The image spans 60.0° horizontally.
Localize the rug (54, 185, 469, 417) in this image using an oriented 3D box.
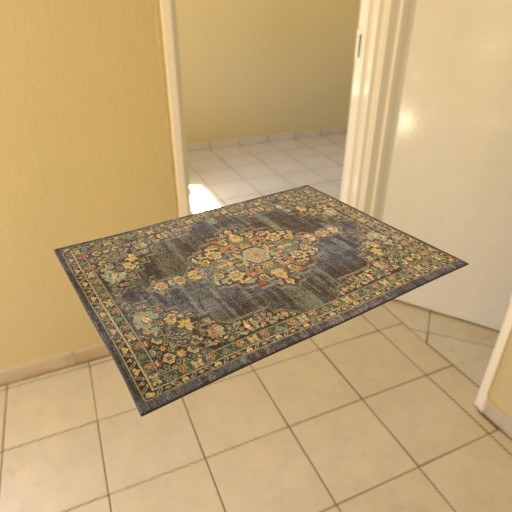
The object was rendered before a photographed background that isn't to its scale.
[{"bbox_3d":[0.000,0.000,4.799,3.612,0.035,2.716,-18,35,-28],"label":"rug"}]
